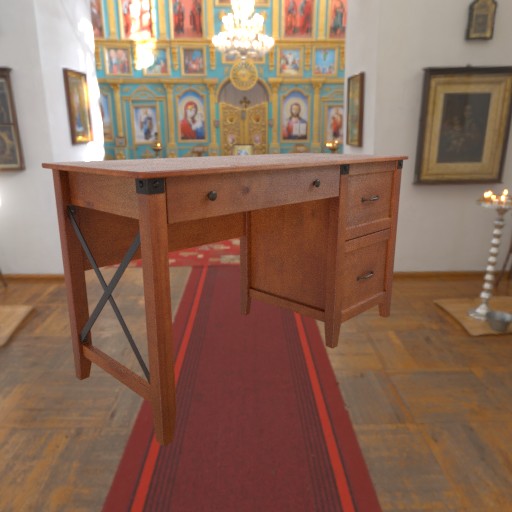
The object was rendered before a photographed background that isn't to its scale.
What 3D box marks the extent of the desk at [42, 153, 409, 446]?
[{"bbox_3d":[0.000,0.000,1.760,0.574,0.756,1.353,14,20,42],"label":"desk"}]
